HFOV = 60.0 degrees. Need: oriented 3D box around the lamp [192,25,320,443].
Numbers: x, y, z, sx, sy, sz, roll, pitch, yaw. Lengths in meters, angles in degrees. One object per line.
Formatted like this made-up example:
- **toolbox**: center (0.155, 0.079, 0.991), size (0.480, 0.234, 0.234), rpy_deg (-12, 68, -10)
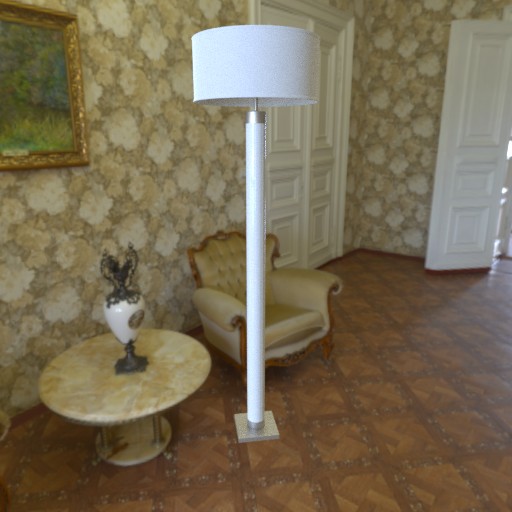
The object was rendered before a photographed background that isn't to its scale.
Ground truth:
- **lamp**: center (0.000, 0.000, 1.637), size (0.420, 1.475, 0.420), rpy_deg (-2, 15, -9)
